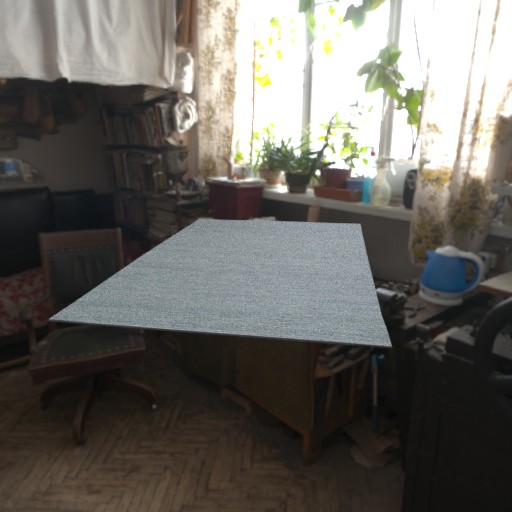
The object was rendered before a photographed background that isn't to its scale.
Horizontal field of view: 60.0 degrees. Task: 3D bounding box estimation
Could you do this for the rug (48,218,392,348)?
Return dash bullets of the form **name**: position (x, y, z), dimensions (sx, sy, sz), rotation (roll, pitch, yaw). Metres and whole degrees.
- **rug**: position (0.000, 0.000, 2.336), dimensions (1.174, 0.022, 1.853), rotation (3, 16, 10)
